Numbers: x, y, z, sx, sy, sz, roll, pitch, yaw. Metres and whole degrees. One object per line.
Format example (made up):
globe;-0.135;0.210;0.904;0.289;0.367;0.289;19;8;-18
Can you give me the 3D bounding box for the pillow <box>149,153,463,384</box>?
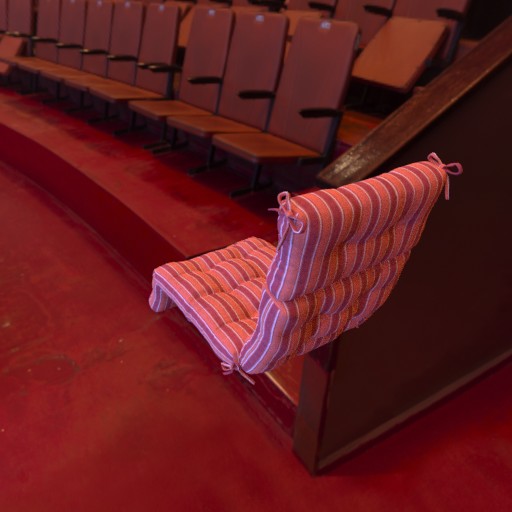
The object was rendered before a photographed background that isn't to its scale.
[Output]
pillow;0.000;0.000;1.494;0.526;0.863;1.016;-19;36;-29
